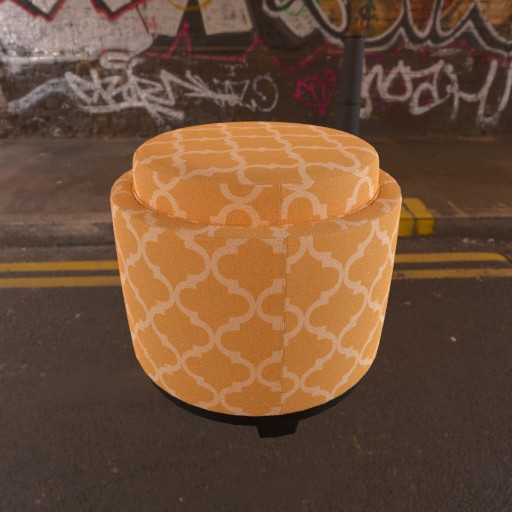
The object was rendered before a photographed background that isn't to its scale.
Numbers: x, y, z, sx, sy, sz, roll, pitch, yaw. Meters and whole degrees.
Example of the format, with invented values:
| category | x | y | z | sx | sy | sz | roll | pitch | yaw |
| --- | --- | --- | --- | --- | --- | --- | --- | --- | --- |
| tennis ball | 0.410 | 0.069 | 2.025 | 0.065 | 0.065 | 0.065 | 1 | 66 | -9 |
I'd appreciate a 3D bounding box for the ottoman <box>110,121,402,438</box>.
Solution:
| category | x | y | z | sx | sy | sz | roll | pitch | yaw |
| --- | --- | --- | --- | --- | --- | --- | --- | --- | --- |
| ottoman | 0.000 | 0.000 | 0.812 | 0.480 | 0.429 | 0.480 | 0 | 27 | 0 |
